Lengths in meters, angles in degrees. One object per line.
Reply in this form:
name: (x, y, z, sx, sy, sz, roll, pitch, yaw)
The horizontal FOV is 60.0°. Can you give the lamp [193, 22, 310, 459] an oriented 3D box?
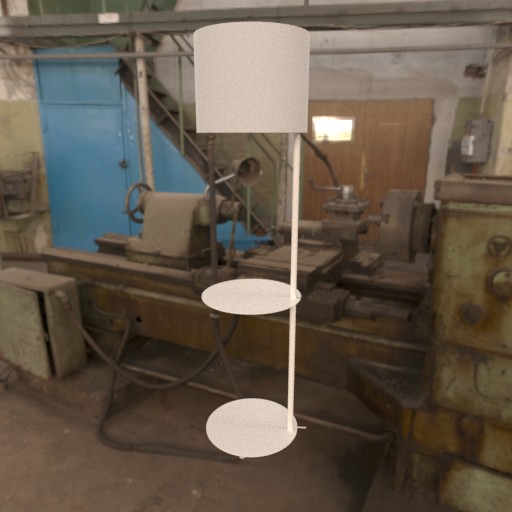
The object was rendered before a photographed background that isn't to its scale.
lamp: (0.000, 0.000, 1.615, 0.405, 1.465, 0.372, 3, 16, 10)
